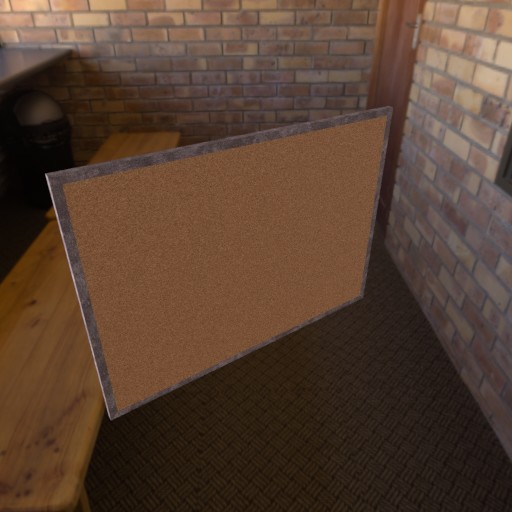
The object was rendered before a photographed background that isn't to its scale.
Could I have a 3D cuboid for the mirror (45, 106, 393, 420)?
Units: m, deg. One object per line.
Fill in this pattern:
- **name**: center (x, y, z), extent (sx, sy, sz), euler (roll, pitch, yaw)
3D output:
- **mirror**: center (0.000, 0.000, 1.433), extent (1.101, 0.795, 0.022), euler (-20, 37, -29)
